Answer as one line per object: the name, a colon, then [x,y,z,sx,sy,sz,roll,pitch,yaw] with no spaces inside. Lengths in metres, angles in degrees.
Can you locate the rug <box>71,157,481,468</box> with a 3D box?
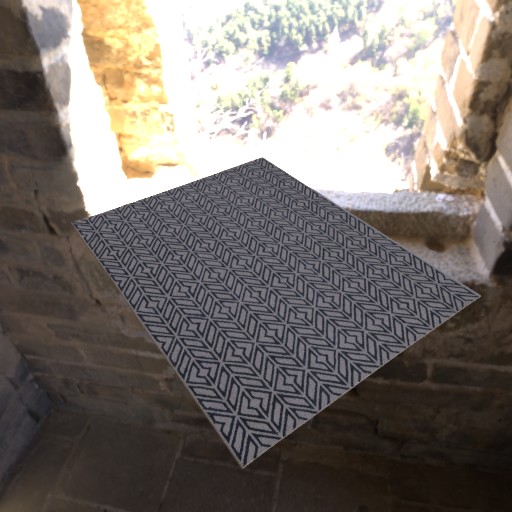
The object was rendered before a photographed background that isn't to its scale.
rug: [0.000,0.000,4.087,2.421,0.008,3.045,-25,46,-27]
